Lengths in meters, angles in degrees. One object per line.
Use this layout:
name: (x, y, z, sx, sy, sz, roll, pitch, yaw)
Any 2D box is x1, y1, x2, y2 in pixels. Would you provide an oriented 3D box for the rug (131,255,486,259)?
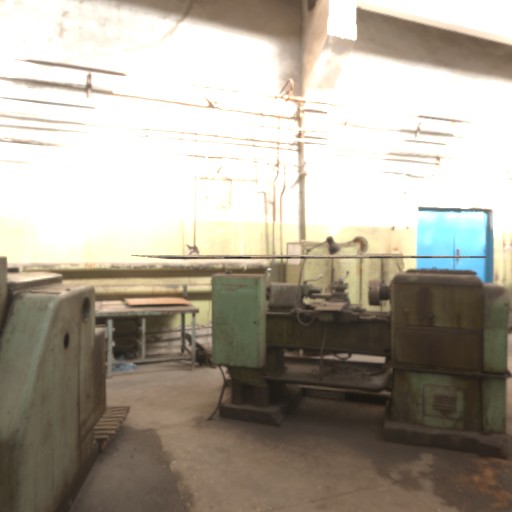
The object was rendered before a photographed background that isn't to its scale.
rug: (0.000, 0.000, 2.999, 1.513, 0.008, 2.423, 0, 0, -19)
